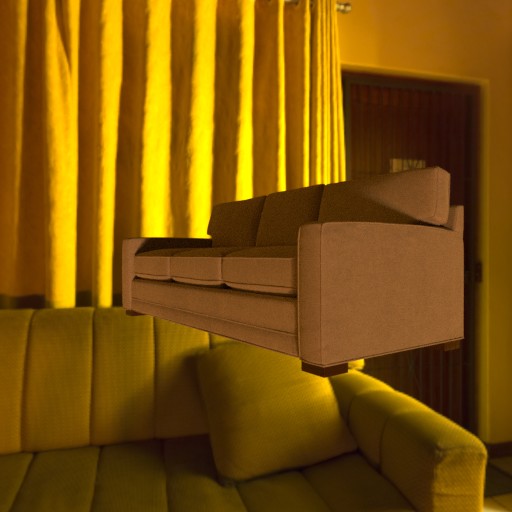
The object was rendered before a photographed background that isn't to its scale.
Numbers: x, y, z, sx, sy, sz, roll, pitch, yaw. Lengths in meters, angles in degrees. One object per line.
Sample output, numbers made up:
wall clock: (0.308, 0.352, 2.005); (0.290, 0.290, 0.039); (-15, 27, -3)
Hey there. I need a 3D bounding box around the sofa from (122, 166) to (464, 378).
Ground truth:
sofa: (0.000, 0.000, 2.664); (0.936, 0.862, 2.093); (0, 0, -36)
